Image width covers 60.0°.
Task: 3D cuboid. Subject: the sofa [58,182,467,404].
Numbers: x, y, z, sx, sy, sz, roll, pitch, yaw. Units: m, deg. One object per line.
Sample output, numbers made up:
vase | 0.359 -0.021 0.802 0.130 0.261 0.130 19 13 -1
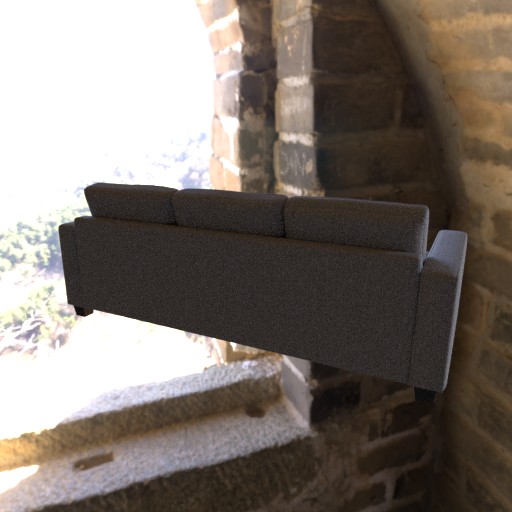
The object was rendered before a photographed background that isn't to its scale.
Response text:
sofa | 0.000 0.000 2.506 2.120 0.800 0.900 8 18 25
